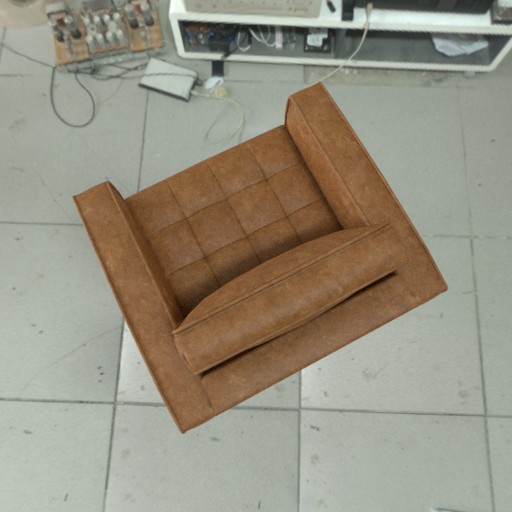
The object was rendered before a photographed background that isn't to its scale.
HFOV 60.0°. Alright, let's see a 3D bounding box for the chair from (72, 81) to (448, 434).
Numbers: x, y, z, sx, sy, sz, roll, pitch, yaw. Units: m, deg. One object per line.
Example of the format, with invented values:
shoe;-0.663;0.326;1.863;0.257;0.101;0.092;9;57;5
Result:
chair;0.000;0.000;1.523;0.928;0.767;0.798;-27;78;-6
